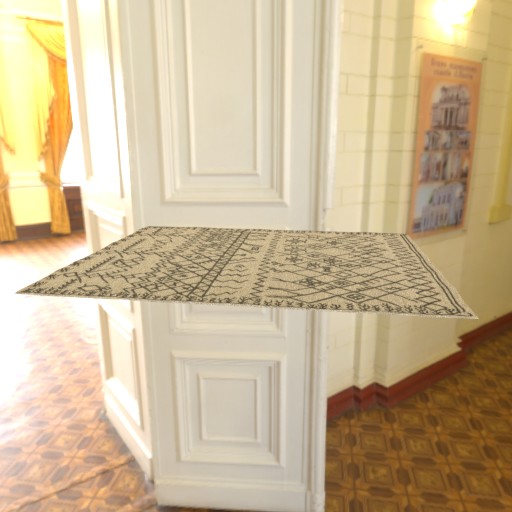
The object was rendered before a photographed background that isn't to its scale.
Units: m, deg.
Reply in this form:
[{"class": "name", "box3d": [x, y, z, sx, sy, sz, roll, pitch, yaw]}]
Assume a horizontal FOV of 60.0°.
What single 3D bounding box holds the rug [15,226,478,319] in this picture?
[{"class": "rug", "box3d": [0.000, 0.000, 3.217, 2.455, 0.025, 1.964, 2, 15, 8]}]
